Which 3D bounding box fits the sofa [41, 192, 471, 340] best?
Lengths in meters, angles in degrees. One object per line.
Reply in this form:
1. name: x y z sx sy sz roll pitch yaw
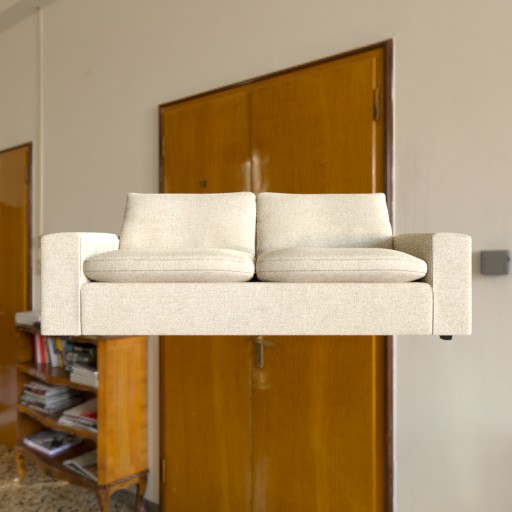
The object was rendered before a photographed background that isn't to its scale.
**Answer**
1. sofa: 0.000 0.000 2.804 2.299 0.922 1.040 0 0 0
